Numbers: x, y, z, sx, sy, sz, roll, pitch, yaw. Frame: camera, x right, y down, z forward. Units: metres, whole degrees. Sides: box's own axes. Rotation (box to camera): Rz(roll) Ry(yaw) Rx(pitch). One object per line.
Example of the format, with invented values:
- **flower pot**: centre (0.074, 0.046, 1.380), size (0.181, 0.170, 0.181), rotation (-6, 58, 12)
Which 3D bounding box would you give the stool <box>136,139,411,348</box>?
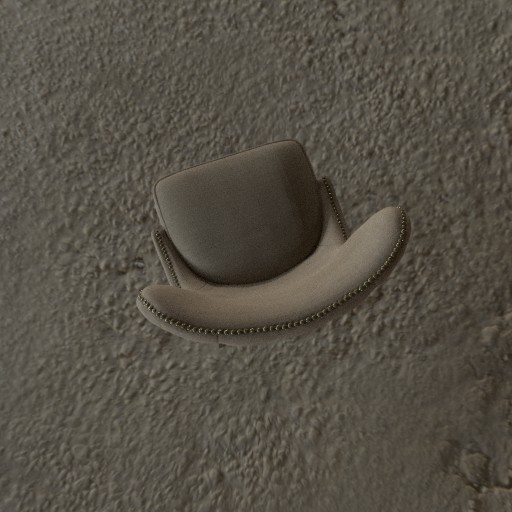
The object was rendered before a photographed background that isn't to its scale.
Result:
- **stool**: centre (0.000, 0.000, 1.393), size (0.615, 0.972, 0.597), rotation (-18, 76, -5)
